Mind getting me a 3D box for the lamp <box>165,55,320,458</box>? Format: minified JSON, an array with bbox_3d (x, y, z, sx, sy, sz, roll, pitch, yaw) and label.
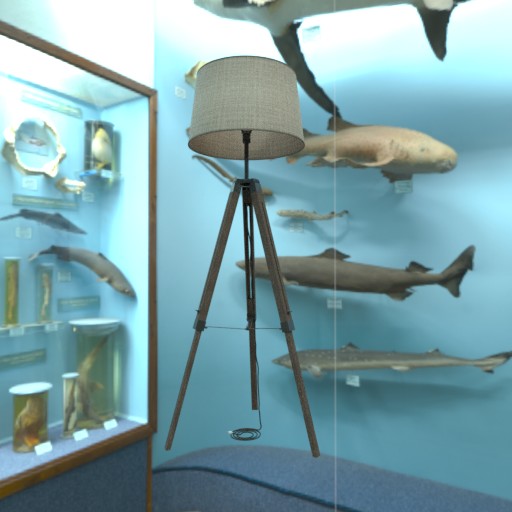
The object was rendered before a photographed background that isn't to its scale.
[{"bbox_3d":[0.000,0.000,1.848,0.587,1.510,0.604,-1,-1,35],"label":"lamp"}]
